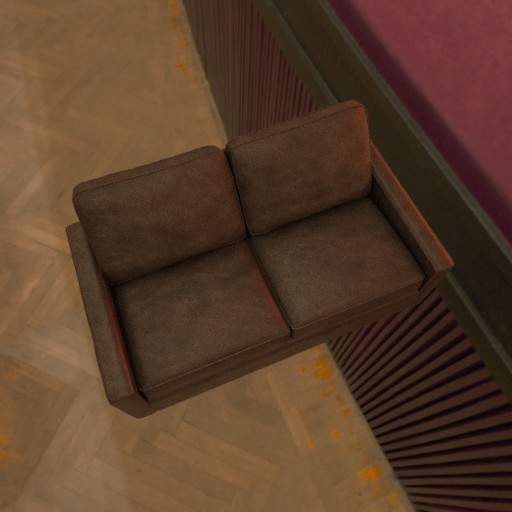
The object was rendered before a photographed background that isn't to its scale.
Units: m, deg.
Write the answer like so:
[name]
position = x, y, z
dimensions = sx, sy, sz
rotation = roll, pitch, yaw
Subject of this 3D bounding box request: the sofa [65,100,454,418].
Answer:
[sofa]
position = 0.000, 0.000, 2.286
dimensions = 1.732, 0.916, 0.939
rotation = -20, 65, -10
